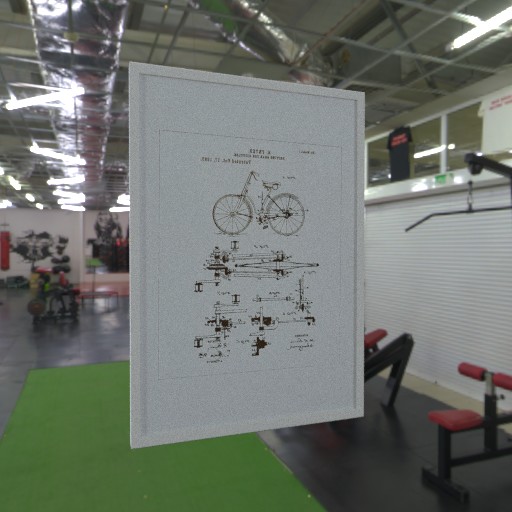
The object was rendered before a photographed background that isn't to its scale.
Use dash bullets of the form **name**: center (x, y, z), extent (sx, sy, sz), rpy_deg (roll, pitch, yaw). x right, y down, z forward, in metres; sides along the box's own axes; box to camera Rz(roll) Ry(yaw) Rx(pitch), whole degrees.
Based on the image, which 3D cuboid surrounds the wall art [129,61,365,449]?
- **wall art**: center (0.000, 0.000, 0.605), extent (0.332, 0.477, 0.015), rpy_deg (0, 1, -19)
